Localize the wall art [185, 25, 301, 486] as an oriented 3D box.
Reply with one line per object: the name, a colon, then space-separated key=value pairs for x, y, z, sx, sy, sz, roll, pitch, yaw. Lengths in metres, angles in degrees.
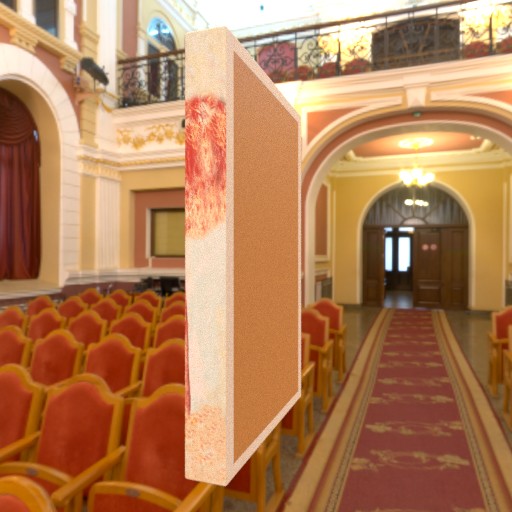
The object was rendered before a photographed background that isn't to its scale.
wall art: x=0.000 y=0.000 z=0.488 sx=0.039 sy=0.380 sz=0.251 roll=0 pitch=0 yaw=20
